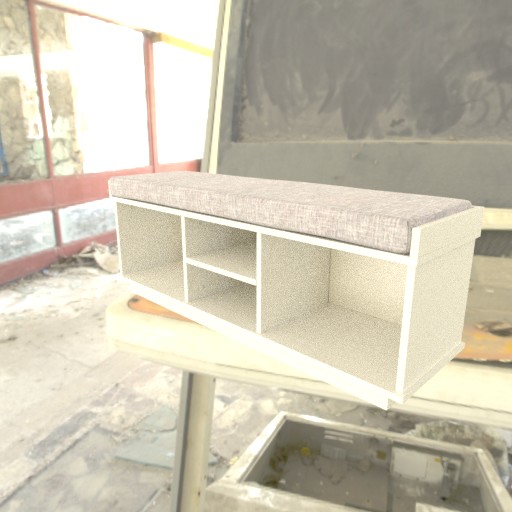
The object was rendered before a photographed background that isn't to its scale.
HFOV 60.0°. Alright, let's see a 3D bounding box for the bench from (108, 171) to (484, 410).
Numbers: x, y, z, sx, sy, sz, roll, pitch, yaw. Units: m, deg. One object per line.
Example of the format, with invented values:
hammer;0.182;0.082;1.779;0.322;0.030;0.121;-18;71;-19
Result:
bench;0.000;0.000;1.409;1.196;0.453;0.363;15;22;42
